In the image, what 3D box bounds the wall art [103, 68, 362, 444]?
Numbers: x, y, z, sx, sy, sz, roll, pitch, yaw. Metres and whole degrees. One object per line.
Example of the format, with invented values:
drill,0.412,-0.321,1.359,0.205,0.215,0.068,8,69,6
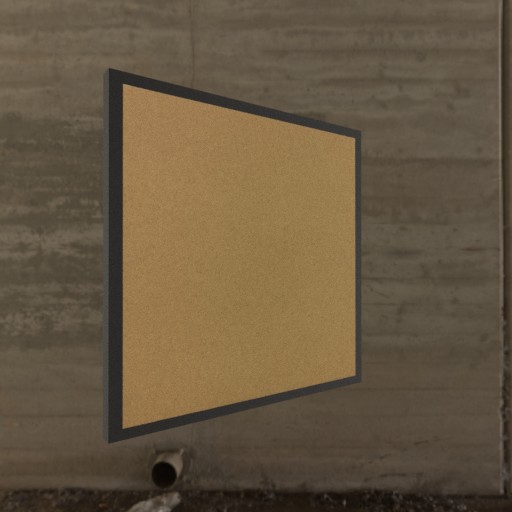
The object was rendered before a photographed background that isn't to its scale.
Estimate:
wall art,0.000,0.000,1.134,0.762,0.760,0.037,0,0,-36
